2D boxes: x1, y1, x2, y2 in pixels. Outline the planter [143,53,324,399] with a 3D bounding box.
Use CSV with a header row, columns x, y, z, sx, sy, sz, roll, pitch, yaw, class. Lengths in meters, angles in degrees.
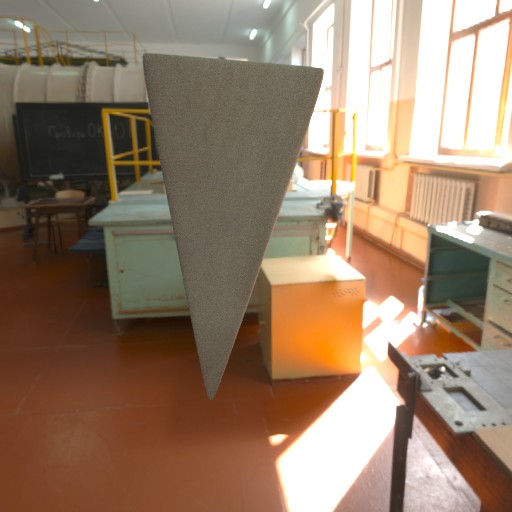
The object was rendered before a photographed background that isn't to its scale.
x,y,z,sx,sy,sz,roll,pitch,yaw,class
0.000,0.000,0.276,0.081,0.224,0.101,8,17,27,planter
